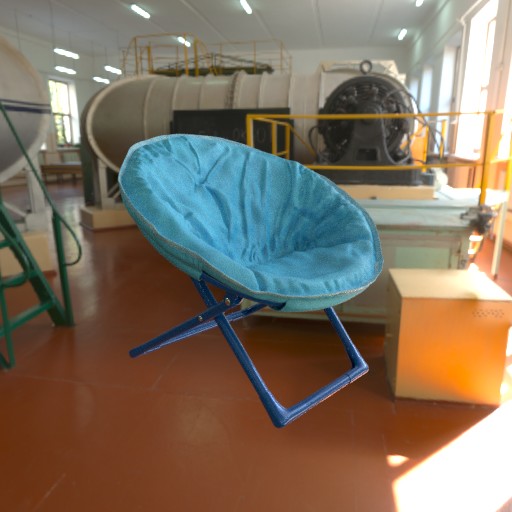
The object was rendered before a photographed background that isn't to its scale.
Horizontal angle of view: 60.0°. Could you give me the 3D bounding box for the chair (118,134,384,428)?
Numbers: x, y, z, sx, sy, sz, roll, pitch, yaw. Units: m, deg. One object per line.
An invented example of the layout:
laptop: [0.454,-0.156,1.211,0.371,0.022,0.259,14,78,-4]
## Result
chair: [0.000,0.000,0.891,0.520,0.478,0.465,-14,20,-43]
